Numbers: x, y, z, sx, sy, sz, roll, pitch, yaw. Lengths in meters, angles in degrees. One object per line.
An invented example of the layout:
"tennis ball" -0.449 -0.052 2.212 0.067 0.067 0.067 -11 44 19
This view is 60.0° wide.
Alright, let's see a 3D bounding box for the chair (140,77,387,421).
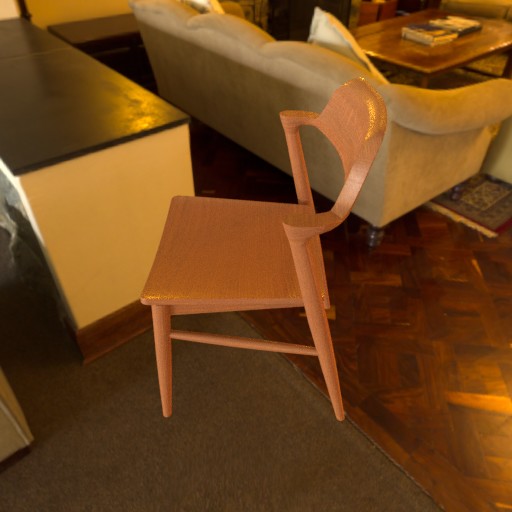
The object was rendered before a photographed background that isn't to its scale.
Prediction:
"chair" 0.000 0.000 1.122 0.499 0.801 0.496 1 40 1
